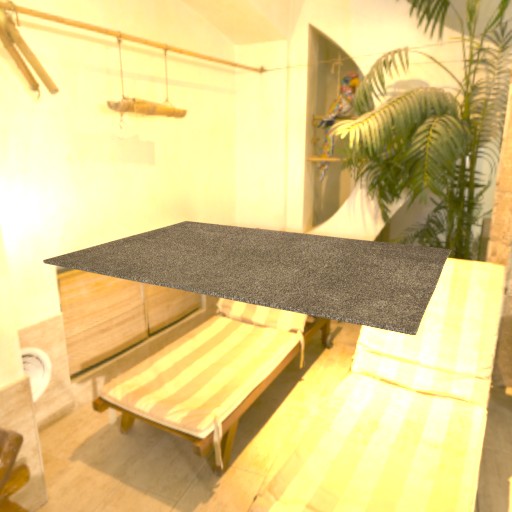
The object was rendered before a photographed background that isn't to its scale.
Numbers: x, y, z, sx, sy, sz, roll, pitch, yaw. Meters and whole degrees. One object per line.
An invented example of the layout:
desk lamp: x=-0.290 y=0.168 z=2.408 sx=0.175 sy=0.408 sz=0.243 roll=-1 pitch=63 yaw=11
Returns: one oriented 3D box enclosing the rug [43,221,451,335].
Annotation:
rug: x=0.000 y=0.000 z=3.504 sx=2.699 sy=0.026 sz=1.802 roll=8 pitch=17 yaw=27
